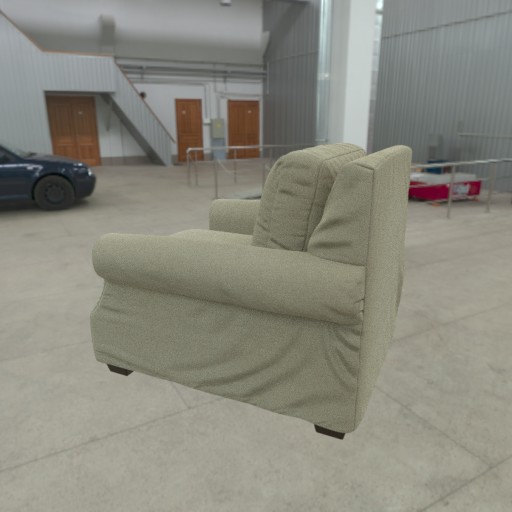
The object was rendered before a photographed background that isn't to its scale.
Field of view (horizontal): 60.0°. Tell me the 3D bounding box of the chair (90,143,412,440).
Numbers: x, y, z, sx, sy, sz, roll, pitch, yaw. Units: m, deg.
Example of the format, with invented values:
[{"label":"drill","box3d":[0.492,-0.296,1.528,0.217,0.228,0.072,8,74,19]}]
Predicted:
[{"label":"chair","box3d":[0.000,0.000,1.752,1.066,0.866,0.940,8,19,24]}]
